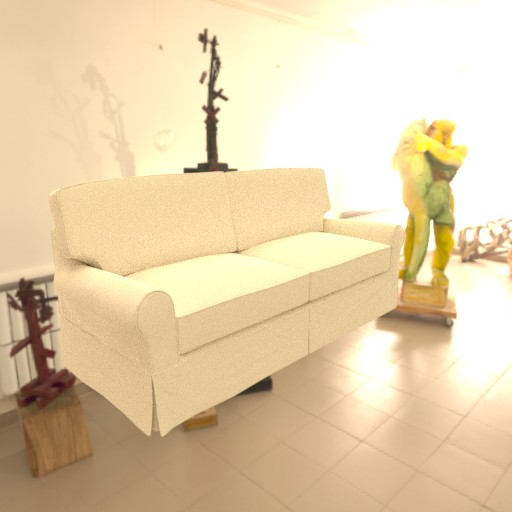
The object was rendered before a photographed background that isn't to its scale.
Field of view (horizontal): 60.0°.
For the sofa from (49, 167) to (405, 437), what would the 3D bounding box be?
[{"bbox_3d":[0.000,0.000,2.523,0.862,0.937,2.021,14,20,43],"label":"sofa"}]
